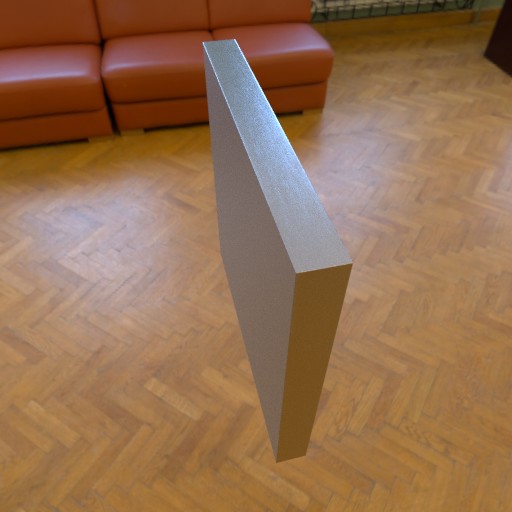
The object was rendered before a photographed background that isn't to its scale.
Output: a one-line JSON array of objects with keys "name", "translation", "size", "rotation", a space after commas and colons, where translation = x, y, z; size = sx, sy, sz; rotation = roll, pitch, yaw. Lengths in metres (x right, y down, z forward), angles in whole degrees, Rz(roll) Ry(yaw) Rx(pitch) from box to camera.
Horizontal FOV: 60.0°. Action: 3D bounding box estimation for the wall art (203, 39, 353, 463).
[{"name": "wall art", "translation": [0.000, 0.000, 0.515], "size": [0.038, 0.350, 0.350], "rotation": [-10, 48, -9]}]
